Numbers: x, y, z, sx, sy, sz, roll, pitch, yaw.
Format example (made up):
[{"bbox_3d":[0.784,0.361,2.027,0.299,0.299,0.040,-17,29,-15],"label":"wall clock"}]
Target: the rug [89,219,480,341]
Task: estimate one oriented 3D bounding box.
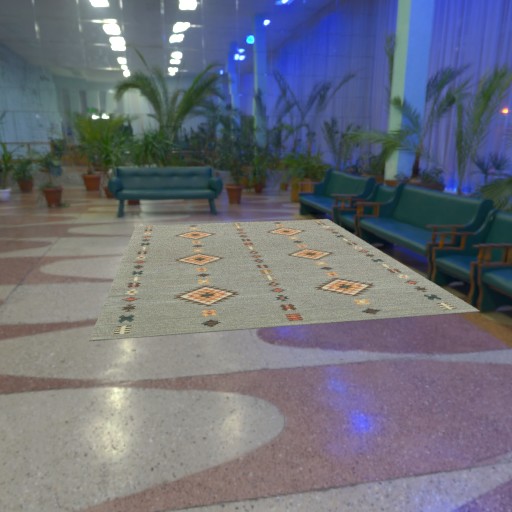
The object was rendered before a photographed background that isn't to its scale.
[{"bbox_3d":[0.000,0.000,4.109,2.425,0.008,3.035,-3,16,-9],"label":"rug"}]
